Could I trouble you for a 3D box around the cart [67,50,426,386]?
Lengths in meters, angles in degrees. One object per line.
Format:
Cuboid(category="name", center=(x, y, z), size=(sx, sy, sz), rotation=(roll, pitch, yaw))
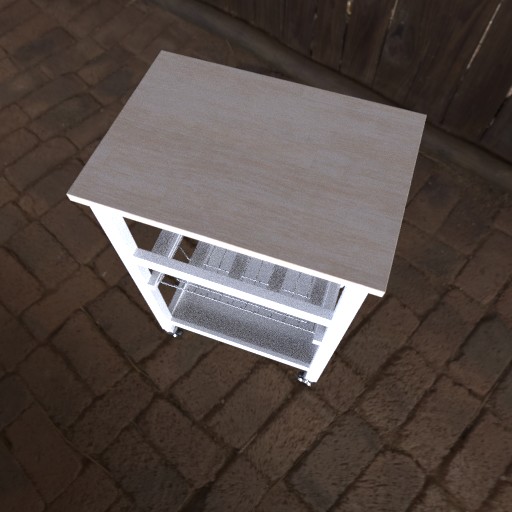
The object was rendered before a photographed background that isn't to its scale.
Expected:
Cuboid(category="cart", center=(0.000, 0.000, 1.218), size=(0.578, 0.857, 0.406), rotation=(17, 64, 9))
